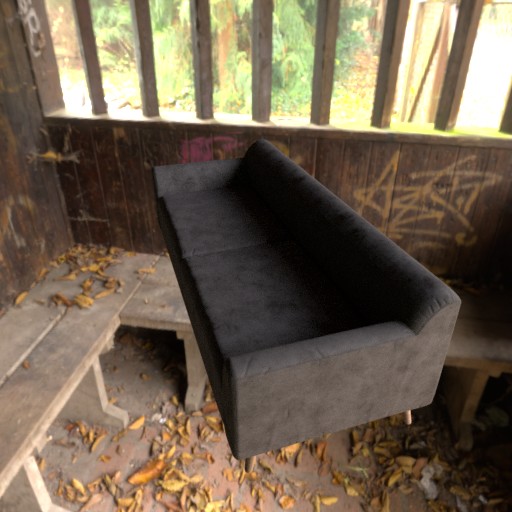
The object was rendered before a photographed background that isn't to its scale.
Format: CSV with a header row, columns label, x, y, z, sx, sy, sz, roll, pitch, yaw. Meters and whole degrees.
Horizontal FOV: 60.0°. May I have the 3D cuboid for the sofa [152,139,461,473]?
label,x,y,z,sx,sy,sz,roll,pitch,yaw
sofa,0.000,0.000,2.575,0.900,0.740,2.190,-10,32,-16
